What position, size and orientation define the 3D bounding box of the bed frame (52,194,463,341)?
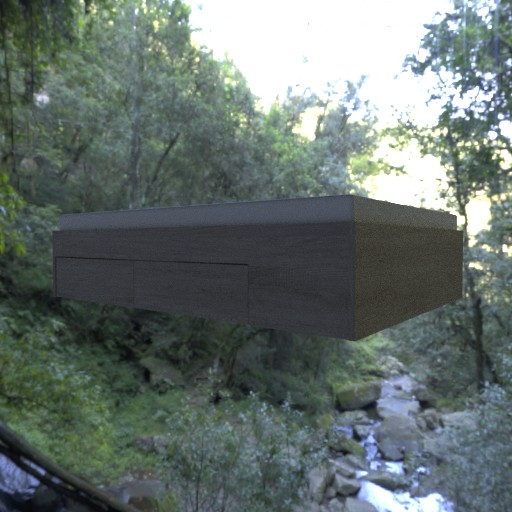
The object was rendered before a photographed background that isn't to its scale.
[{"bbox_3d":[0.000,0.000,2.619,1.944,0.490,1.448,1,2,38],"label":"bed frame"}]
